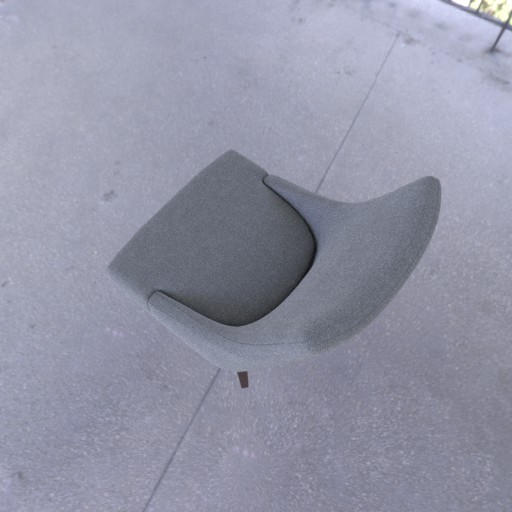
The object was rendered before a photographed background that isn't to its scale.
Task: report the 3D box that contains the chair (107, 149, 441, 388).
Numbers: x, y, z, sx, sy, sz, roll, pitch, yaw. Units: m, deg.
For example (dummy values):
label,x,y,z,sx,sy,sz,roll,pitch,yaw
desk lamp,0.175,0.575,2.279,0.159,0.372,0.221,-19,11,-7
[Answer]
label,x,y,z,sx,sy,sz,roll,pitch,yaw
chair,0.000,0.000,1.483,0.861,0.909,0.701,36,69,16
